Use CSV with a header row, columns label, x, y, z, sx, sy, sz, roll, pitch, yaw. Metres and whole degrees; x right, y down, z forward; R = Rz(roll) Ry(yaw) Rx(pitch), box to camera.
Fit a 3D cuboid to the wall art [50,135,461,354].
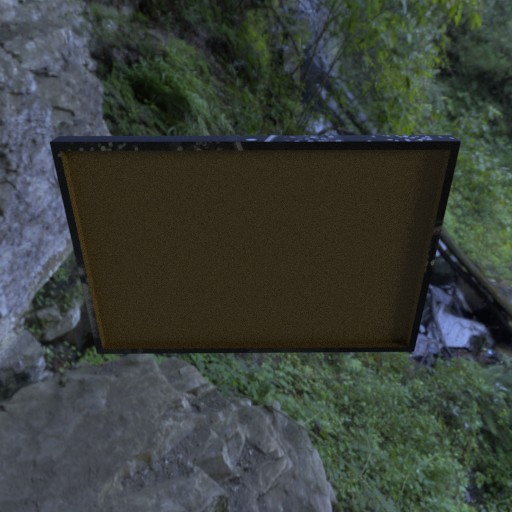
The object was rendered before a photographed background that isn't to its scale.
label,x,y,z,sx,sy,sz,roll,pitch,yaw
wall art,0.000,0.000,0.767,0.609,0.406,0.037,0,29,0
